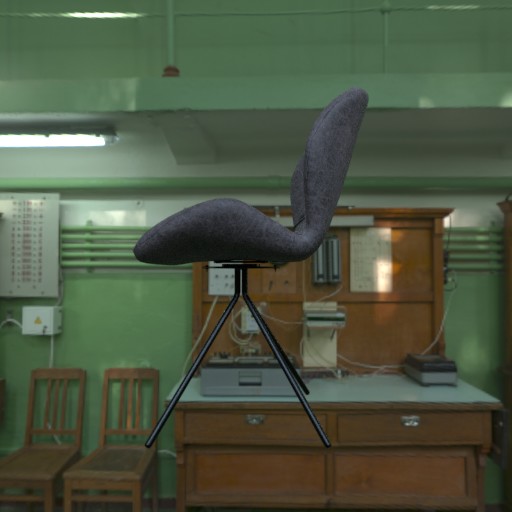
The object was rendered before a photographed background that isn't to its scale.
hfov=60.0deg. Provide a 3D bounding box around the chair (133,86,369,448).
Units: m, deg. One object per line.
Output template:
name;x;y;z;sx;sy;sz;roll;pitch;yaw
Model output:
chair;0.000;0.000;1.291;0.640;0.934;0.527;0;-1;0
